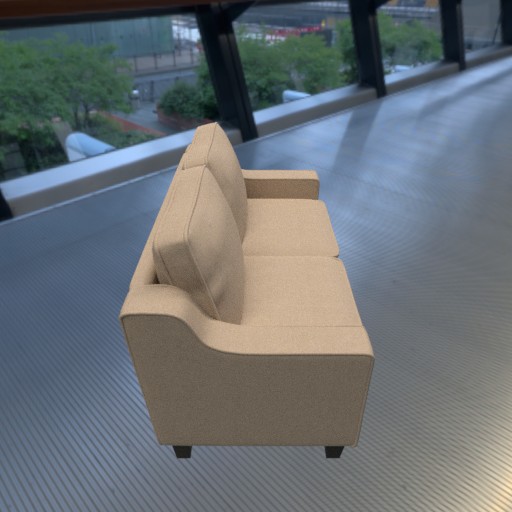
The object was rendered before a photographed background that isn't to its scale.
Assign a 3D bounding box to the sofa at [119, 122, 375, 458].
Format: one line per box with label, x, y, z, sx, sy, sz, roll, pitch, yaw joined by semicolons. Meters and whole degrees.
sofa;0.000;0.000;3.484;1.351;1.562;2.587;0;32;0
